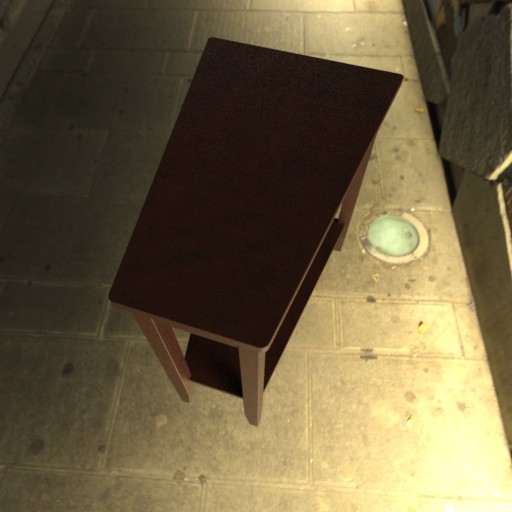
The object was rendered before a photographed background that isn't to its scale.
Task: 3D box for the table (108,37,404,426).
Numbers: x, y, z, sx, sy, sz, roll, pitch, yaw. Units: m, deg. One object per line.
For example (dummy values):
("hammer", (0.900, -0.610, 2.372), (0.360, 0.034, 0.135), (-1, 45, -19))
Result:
("table", (0.000, 0.000, 0.978), (0.399, 0.589, 0.605), (16, 60, 9))
